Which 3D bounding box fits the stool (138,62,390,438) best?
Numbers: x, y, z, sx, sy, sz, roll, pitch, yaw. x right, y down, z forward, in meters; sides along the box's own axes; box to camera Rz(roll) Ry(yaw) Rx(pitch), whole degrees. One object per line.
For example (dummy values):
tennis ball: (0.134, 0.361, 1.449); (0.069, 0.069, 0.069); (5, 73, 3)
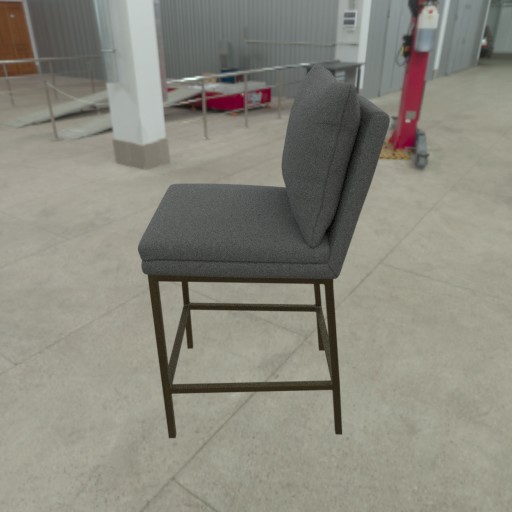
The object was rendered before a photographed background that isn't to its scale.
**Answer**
stool: (0.000, 0.000, 1.319); (0.569, 1.030, 0.463); (0, 28, 0)
